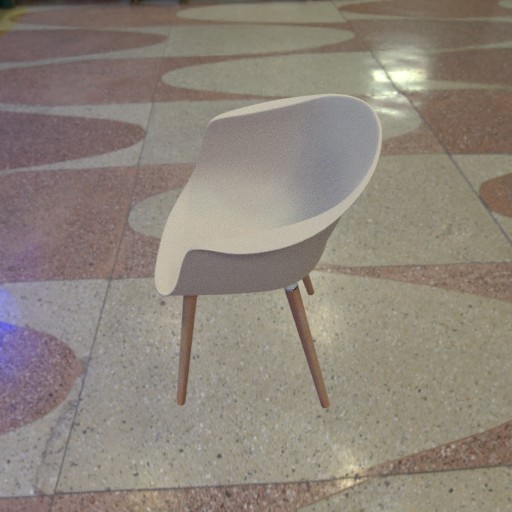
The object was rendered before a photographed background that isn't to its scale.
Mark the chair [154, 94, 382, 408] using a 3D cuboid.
[{"bbox_3d":[0.000,0.000,1.176,0.504,0.781,0.593,0,43,0],"label":"chair"}]
